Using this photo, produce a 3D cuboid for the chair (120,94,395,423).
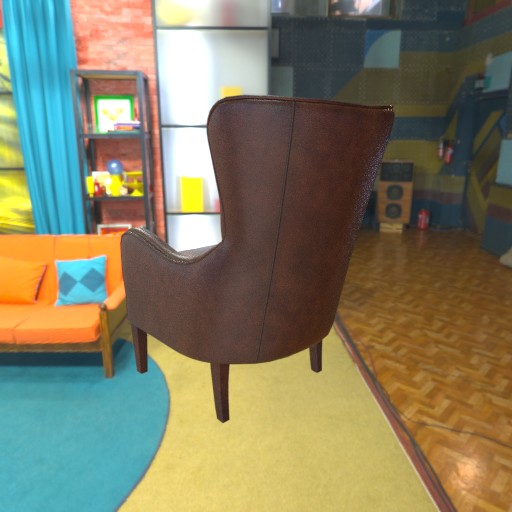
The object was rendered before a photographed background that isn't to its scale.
[{"bbox_3d":[0.000,0.000,1.634,0.692,1.048,0.914,-13,20,-41],"label":"chair"}]
